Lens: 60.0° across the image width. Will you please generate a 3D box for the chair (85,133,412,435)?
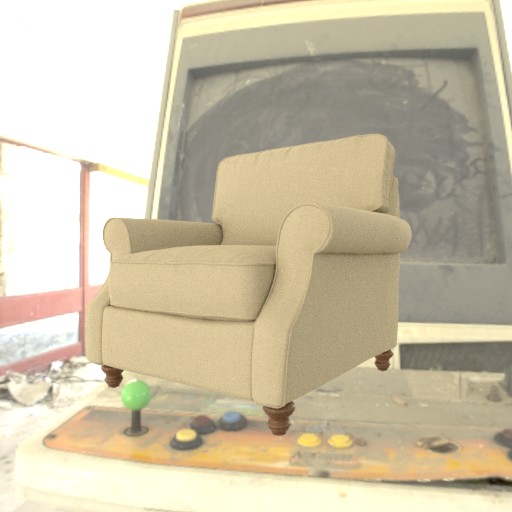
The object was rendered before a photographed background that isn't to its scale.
[{"bbox_3d":[0.000,0.000,1.744,1.029,0.967,0.966,0,1,36],"label":"chair"}]
